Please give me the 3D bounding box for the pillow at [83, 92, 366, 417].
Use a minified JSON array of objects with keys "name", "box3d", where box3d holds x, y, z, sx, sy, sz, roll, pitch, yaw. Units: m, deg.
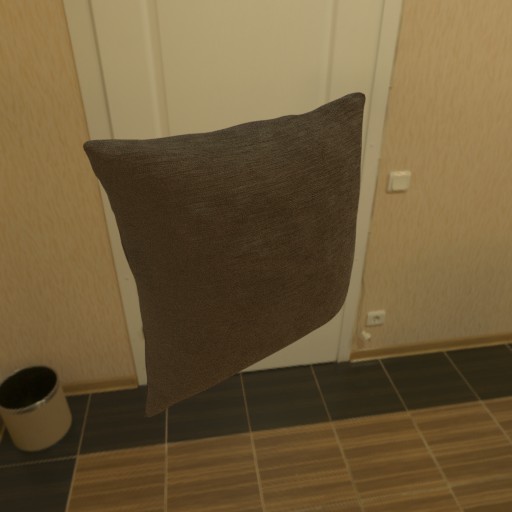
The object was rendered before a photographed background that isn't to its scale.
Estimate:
[{"name":"pillow","box3d":[0.000,0.000,0.690,0.452,0.439,0.204,-22,38,-32]}]
